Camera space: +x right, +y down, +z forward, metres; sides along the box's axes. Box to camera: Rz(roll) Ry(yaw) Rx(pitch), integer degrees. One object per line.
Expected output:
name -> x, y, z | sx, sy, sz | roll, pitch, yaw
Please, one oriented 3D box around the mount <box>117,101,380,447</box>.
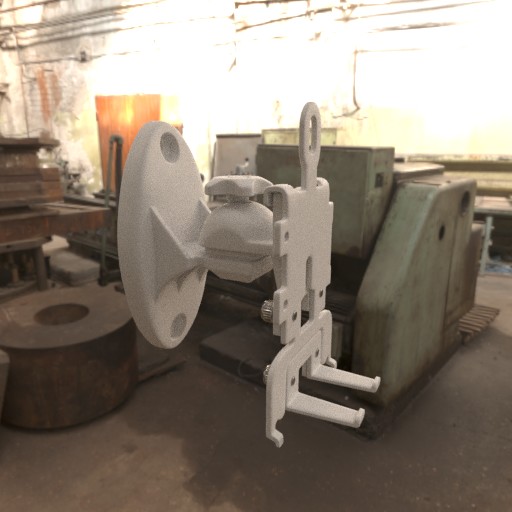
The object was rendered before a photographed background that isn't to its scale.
mount -> 0.000, 0.000, 0.181 | 0.100, 0.118, 0.066 | 7, 16, 27
